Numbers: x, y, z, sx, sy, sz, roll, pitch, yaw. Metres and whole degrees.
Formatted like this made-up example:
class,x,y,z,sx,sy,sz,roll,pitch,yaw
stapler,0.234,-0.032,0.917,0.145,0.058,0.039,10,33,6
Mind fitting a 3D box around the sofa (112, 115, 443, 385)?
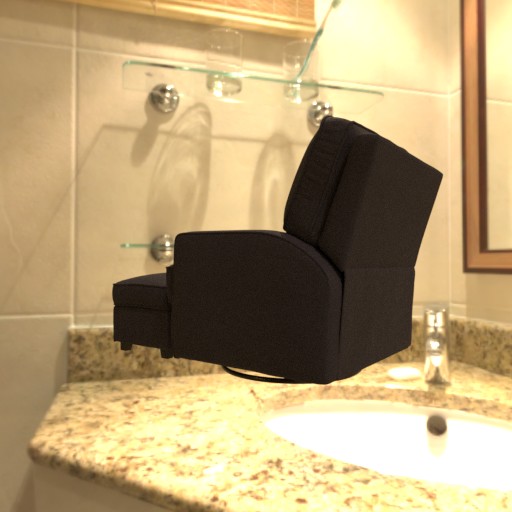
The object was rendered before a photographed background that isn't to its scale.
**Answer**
class,x,y,z,sx,sy,sz,roll,pitch,yaw
sofa,0.000,0.000,2.058,1.472,0.959,0.861,-1,-1,37
